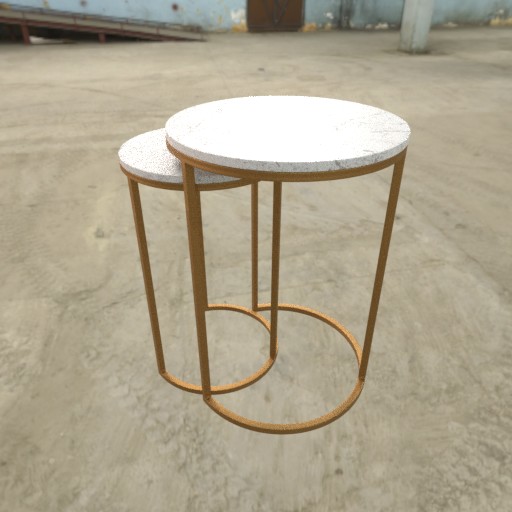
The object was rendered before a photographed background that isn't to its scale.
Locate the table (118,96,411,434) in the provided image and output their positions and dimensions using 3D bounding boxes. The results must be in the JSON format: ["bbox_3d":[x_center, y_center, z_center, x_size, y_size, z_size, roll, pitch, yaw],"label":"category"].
[{"bbox_3d":[0.000,0.000,0.902,0.507,0.550,0.400,10,33,15],"label":"table"}]
